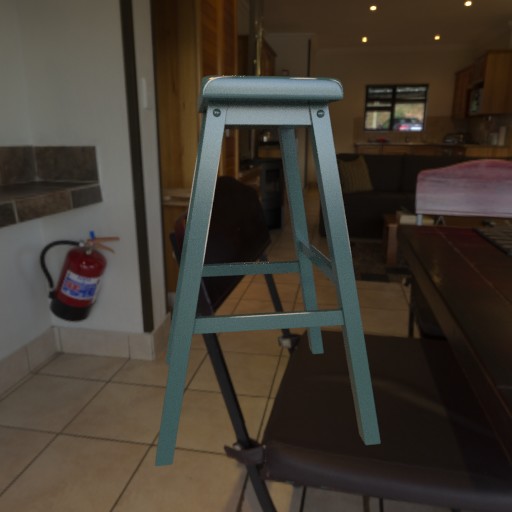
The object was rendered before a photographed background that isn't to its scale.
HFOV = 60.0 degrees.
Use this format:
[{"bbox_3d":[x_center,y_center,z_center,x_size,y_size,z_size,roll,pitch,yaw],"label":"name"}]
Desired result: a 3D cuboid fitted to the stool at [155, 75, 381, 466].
[{"bbox_3d":[0.000,0.000,1.047,0.476,0.737,0.457,-2,15,-8],"label":"stool"}]
